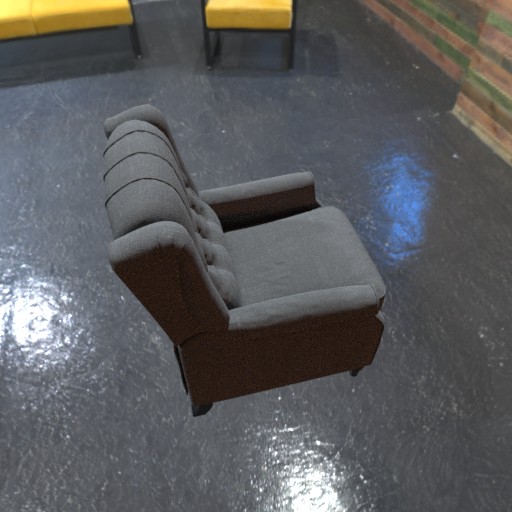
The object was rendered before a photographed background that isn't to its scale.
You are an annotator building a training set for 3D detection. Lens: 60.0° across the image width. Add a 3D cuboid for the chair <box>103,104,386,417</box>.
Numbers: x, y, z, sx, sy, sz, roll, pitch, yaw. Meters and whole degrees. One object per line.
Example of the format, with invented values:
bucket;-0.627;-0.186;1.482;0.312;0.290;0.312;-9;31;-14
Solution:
chair;0.000;0.000;1.665;0.898;1.035;0.742;-10;48;-9
